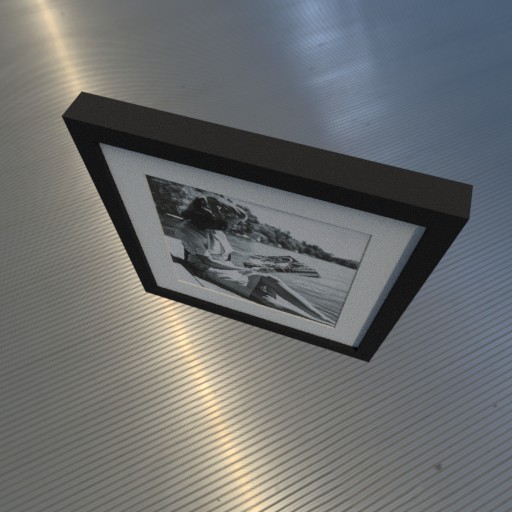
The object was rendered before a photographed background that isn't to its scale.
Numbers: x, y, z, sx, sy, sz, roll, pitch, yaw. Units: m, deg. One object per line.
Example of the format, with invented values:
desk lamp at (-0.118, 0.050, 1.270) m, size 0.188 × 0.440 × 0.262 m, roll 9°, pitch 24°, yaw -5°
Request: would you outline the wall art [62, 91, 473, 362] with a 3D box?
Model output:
wall art at (0.000, 0.000, 0.456) m, size 0.308 × 0.305 × 0.030 m, roll 16°, pitch 60°, yaw 9°
